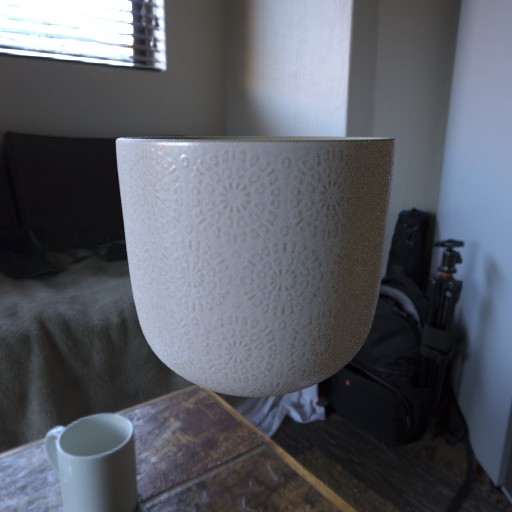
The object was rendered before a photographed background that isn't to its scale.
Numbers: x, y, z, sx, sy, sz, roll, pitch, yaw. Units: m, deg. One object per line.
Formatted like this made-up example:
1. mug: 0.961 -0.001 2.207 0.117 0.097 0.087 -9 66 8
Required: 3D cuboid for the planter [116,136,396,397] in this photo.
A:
1. planter: 0.000 0.000 0.368 0.208 0.190 0.208 0 16 0
